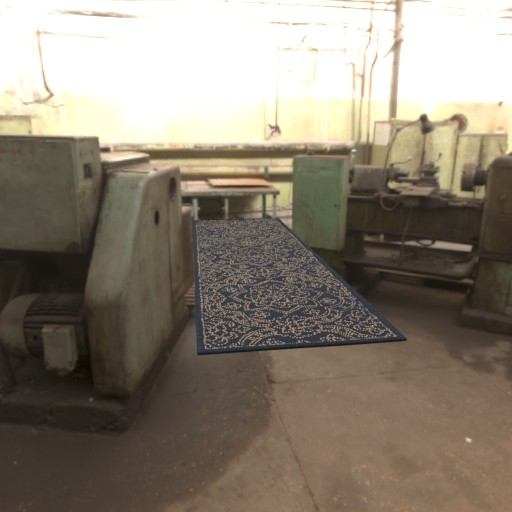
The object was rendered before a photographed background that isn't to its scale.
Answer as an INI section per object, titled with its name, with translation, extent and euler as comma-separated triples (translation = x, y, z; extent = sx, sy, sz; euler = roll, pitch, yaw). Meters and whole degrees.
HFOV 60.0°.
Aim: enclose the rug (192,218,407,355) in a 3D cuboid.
[rug]
translation = 0.000, 0.000, 2.734
extent = 0.769, 0.012, 2.448
euler = -2, 16, -8
